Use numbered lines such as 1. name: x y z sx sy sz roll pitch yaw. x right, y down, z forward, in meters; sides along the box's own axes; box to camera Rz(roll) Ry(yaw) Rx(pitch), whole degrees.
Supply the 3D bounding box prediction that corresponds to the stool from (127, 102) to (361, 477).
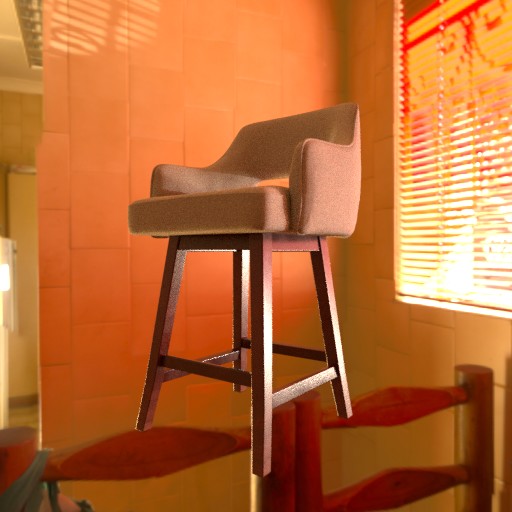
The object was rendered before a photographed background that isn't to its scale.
1. stool: 0.000 0.000 1.261 0.550 0.936 0.560 1 1 37
